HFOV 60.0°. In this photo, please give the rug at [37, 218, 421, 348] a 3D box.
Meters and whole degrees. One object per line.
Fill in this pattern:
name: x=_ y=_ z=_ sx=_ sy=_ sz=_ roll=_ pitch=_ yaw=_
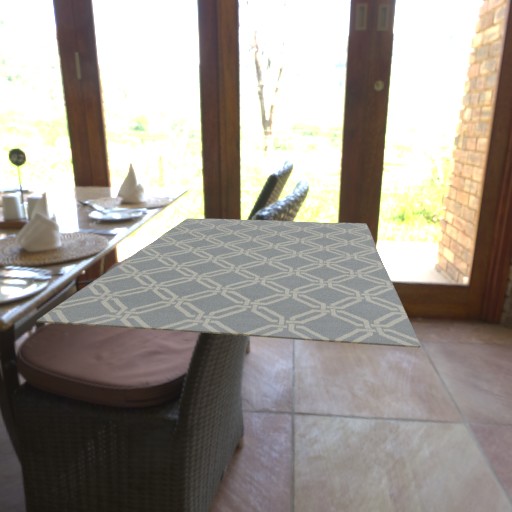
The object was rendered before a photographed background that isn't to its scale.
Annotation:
rug: x=0.000 y=0.000 z=2.726 sx=1.522 sy=0.013 sz=2.133 roll=2 pitch=17 yaw=8
